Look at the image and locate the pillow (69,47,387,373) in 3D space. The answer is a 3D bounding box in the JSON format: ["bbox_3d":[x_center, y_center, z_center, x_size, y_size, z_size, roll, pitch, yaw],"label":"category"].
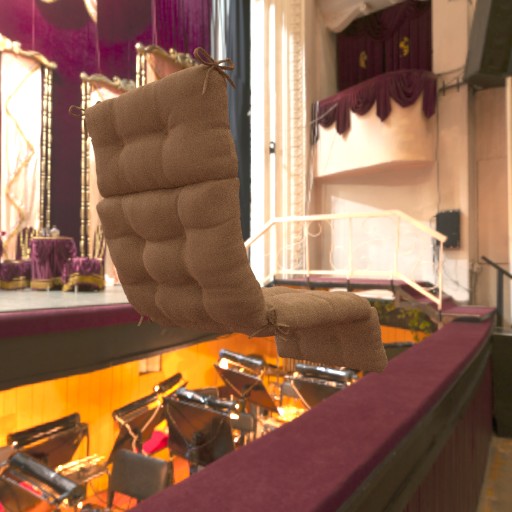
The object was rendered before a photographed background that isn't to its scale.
[{"bbox_3d":[0.000,0.000,1.436,0.526,0.863,1.016,-1,-1,38],"label":"pillow"}]
